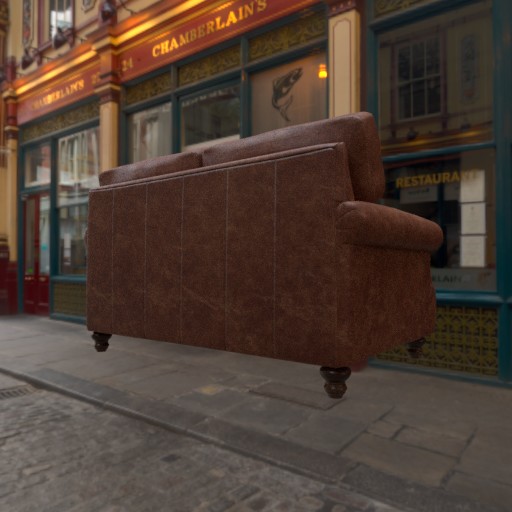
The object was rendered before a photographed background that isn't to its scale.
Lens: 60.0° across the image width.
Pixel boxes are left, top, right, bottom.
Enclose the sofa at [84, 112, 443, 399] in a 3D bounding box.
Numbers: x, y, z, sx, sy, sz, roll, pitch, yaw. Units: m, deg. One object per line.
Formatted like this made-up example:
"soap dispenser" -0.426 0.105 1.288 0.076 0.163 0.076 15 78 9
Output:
"sofa" 0.000 0.000 2.201 1.616 0.967 0.990 -1 -2 37
